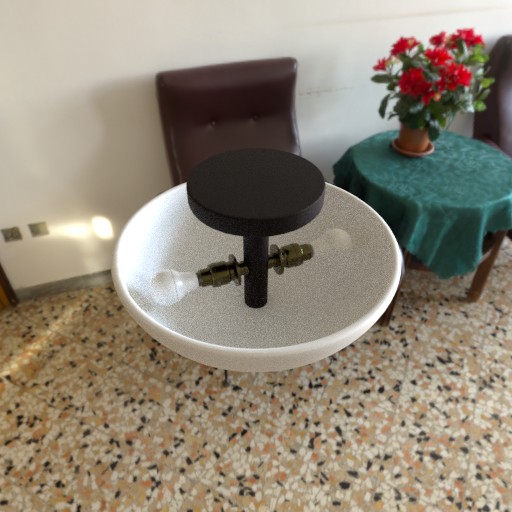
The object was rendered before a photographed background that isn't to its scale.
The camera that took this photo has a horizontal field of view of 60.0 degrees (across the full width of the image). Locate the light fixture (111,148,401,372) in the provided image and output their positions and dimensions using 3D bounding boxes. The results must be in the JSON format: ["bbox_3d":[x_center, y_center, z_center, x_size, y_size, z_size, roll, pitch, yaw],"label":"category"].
[{"bbox_3d":[0.000,0.000,0.534,0.331,0.212,0.331,0,40,0],"label":"light fixture"}]
